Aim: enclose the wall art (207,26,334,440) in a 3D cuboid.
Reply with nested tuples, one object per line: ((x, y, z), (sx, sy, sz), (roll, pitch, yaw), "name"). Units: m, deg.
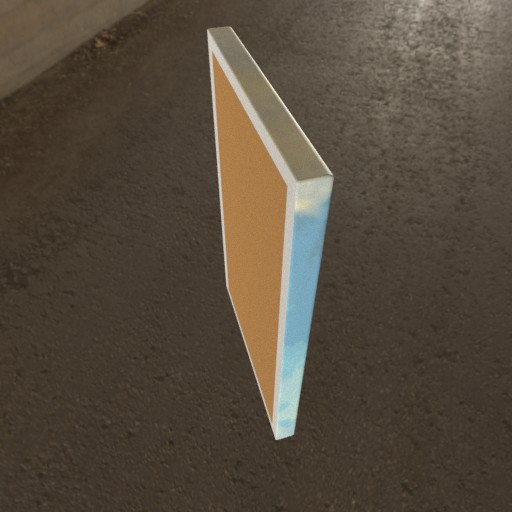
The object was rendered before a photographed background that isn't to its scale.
((0.000, 0.000, 0.764), (0.038, 0.610, 0.401), (-12, 48, -11), "wall art")
